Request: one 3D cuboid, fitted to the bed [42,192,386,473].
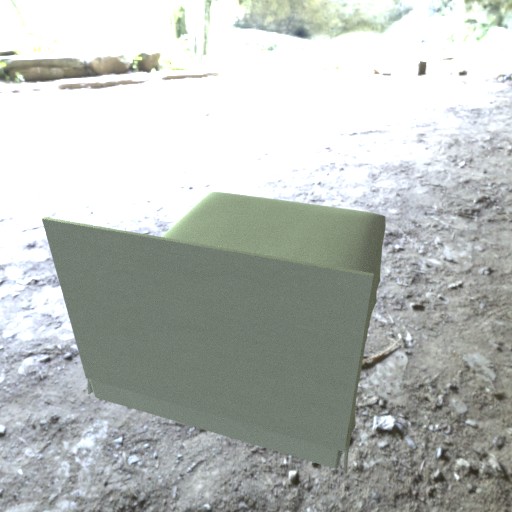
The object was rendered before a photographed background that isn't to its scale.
[{"bbox_3d":[0.000,0.000,3.167,1.745,1.335,2.094,10,33,16],"label":"bed"}]
